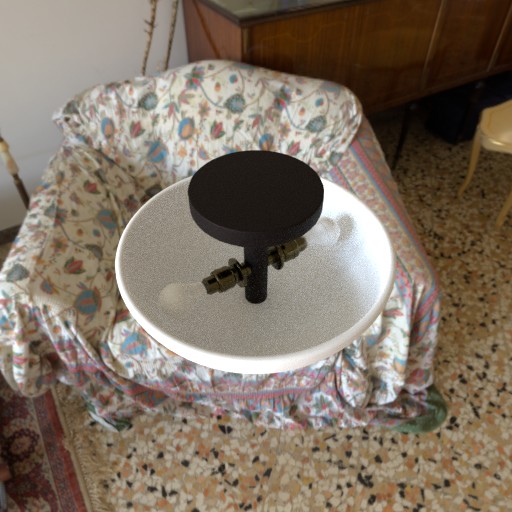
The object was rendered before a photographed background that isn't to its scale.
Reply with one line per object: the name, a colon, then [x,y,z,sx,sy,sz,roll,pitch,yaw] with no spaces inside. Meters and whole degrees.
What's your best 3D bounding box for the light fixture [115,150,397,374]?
light fixture: [0.000,0.000,0.549,0.331,0.212,0.331,0,45,0]
